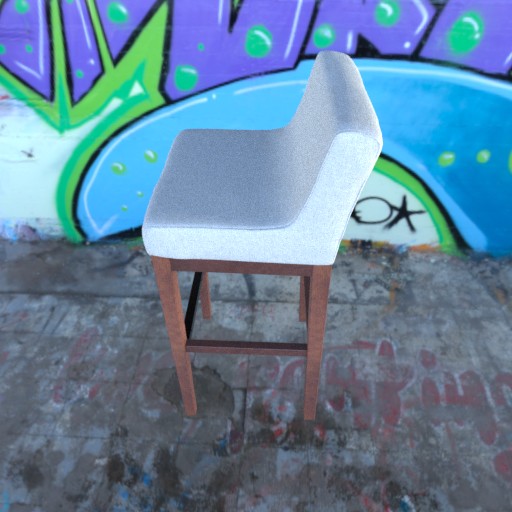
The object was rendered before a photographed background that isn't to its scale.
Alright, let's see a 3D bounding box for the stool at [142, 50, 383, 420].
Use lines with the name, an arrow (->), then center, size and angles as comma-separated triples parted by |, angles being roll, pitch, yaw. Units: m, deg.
stool -> 0.000, 0.000, 1.322 | 0.500, 1.037, 0.511 | 1, 40, 2
